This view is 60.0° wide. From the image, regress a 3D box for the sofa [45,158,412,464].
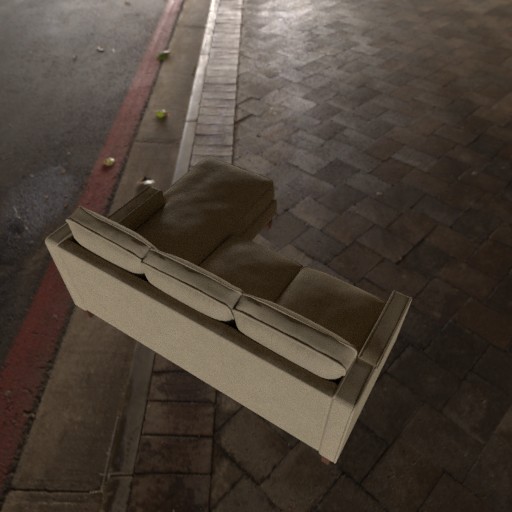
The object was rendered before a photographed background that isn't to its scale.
[{"bbox_3d":[0.000,0.000,3.394,2.317,1.066,1.858,24,51,22],"label":"sofa"}]
